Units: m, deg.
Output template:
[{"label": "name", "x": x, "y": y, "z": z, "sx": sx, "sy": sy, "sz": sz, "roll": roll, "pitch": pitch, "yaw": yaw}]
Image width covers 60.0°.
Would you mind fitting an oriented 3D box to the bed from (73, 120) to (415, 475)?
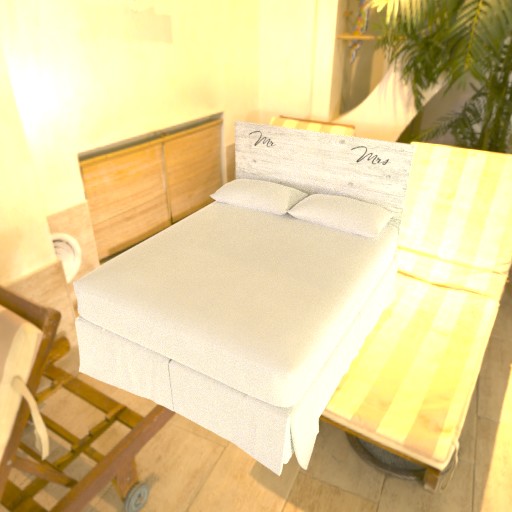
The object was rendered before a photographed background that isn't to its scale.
[{"label": "bed", "x": 0.000, "y": 0.000, "z": 3.195, "sx": 1.745, "sy": 1.335, "sz": 2.094, "roll": 16, "pitch": 33, "yaw": 27}]
